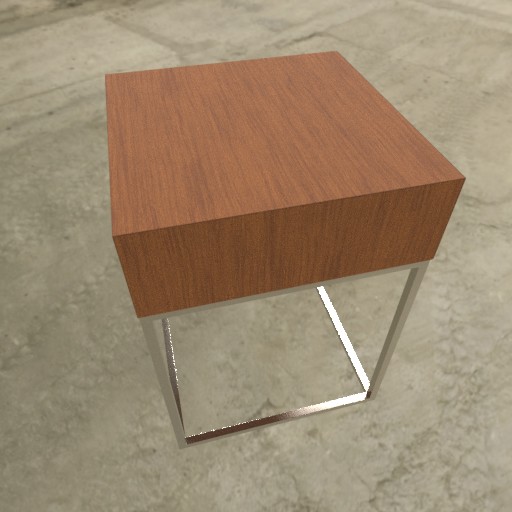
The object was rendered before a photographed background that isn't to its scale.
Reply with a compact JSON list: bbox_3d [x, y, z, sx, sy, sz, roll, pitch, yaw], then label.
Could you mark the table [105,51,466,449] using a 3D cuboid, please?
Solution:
[{"bbox_3d":[0.000,0.000,0.802,0.398,0.540,0.397,-10,46,-10],"label":"table"}]
